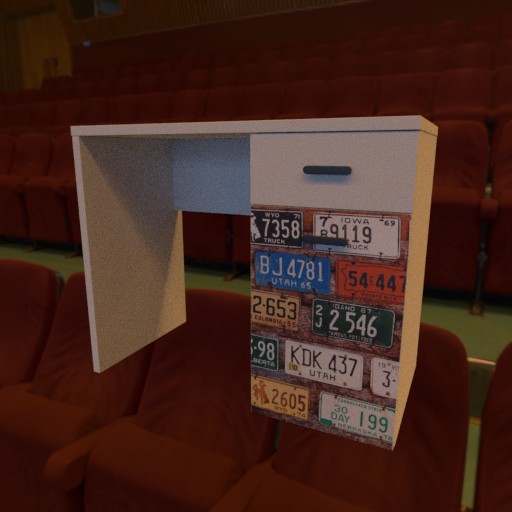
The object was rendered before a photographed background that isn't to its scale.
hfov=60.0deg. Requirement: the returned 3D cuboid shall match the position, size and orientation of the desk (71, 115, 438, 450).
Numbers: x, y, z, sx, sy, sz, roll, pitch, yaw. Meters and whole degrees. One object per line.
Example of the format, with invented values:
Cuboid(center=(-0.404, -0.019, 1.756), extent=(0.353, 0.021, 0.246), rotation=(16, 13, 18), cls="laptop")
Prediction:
Cuboid(center=(0.000, 0.000, 1.300), extent=(0.898, 0.730, 0.482), rotation=(6, 15, 25), cls="desk")
